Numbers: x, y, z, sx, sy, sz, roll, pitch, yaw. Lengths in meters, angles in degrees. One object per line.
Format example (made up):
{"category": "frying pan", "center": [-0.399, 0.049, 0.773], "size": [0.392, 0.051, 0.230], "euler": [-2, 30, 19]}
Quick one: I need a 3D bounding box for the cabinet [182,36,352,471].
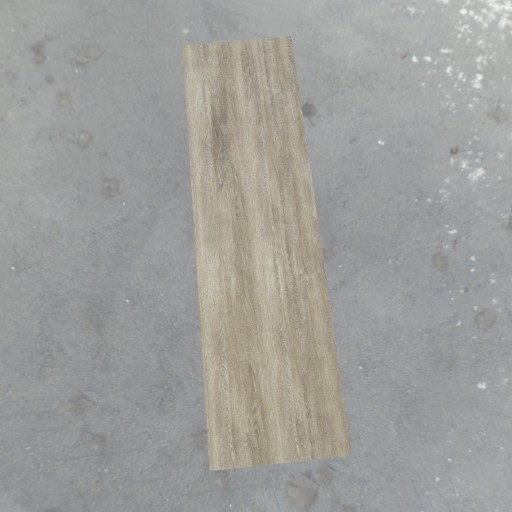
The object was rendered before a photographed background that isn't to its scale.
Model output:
{"category": "cabinet", "center": [0.000, 0.000, 2.023], "size": [0.450, 0.870, 1.600], "euler": [-5, 74, -2]}
